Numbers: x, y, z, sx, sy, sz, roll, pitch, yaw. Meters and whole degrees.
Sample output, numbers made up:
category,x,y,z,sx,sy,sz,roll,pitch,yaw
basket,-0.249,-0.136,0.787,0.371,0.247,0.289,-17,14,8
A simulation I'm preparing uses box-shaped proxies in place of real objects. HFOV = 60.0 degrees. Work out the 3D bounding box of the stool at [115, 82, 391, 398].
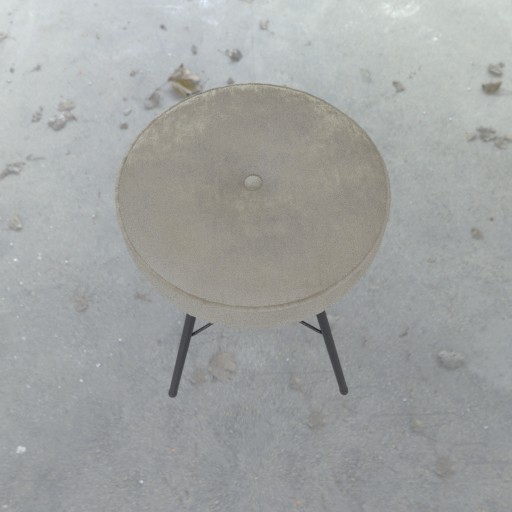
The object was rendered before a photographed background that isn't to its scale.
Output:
category,x,y,z,sx,sy,sz,roll,pitch,yaw
stool,0.000,0.000,0.885,0.423,0.538,0.457,-1,63,0
